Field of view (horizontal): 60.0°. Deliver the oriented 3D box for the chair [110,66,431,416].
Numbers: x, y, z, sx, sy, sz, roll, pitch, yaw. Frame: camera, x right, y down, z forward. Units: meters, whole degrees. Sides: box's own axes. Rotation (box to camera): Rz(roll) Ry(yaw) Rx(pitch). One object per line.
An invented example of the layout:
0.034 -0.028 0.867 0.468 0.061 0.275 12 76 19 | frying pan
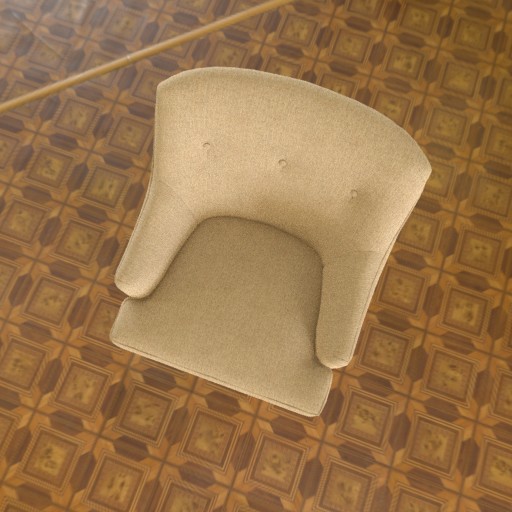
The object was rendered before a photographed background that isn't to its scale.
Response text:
0.000 0.000 1.594 0.864 0.856 0.923 19 76 5 | chair
